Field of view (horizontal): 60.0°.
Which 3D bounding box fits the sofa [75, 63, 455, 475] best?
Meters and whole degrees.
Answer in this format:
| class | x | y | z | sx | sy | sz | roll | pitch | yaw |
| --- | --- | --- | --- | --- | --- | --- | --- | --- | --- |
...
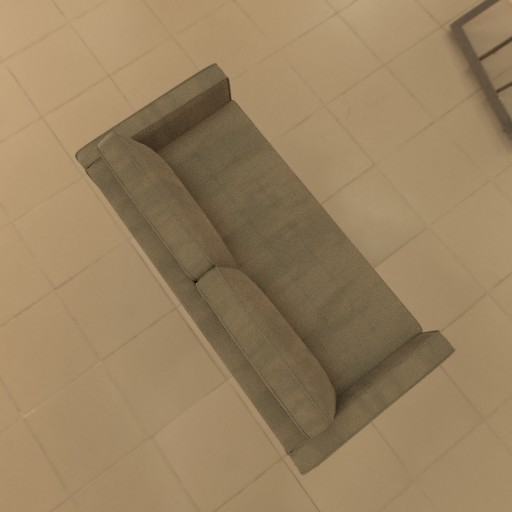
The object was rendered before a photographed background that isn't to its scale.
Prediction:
| class | x | y | z | sx | sy | sz | roll | pitch | yaw |
| --- | --- | --- | --- | --- | --- | --- | --- | --- | --- |
| sofa | 0.000 | 0.000 | 2.337 | 0.924 | 0.825 | 1.920 | -36 | 79 | -8 |
